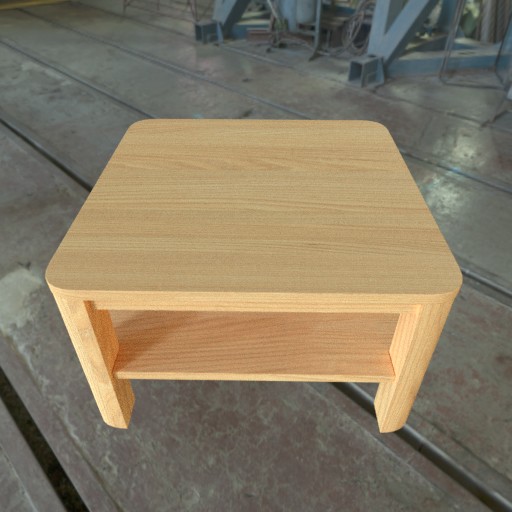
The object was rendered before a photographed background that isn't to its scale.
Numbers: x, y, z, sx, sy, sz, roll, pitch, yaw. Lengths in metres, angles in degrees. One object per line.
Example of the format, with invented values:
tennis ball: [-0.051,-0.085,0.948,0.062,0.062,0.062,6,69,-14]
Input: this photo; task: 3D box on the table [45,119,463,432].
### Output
table: [0.000,0.000,1.186,0.750,0.450,0.750,1,39,1]
